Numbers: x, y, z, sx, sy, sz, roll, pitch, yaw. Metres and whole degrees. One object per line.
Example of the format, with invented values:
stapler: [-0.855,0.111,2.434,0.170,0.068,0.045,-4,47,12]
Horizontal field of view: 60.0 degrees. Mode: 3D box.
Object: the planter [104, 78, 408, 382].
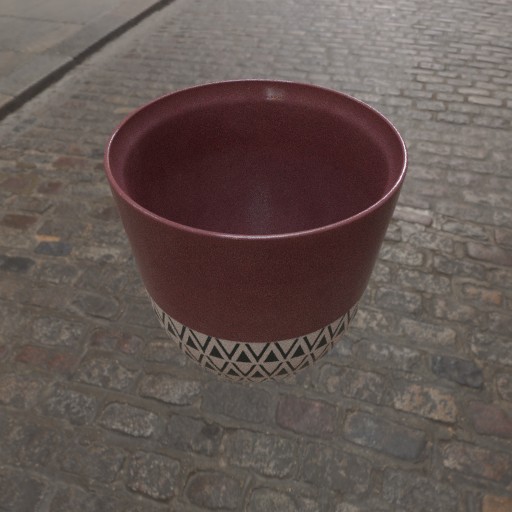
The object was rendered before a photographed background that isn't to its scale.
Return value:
planter: [0.000,0.000,0.365,0.195,0.214,0.195,0,44,0]
